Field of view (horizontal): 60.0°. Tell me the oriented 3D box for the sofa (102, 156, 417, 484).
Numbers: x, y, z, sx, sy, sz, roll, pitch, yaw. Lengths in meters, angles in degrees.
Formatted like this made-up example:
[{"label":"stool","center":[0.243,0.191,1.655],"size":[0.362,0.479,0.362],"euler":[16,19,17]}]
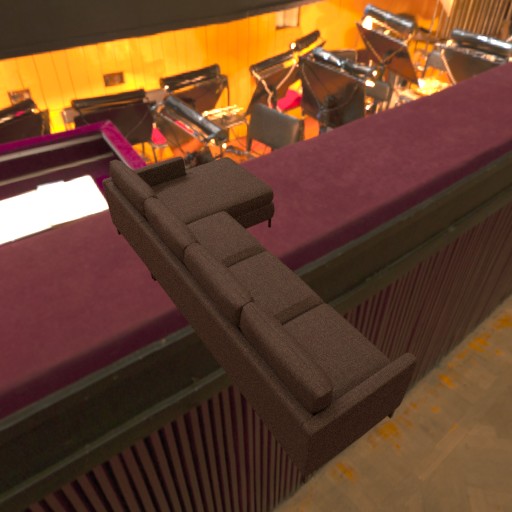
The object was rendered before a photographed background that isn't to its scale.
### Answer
[{"label":"sofa","center":[0.000,0.000,3.786],"size":[1.483,0.892,3.221],"euler":[-24,46,-26]}]
